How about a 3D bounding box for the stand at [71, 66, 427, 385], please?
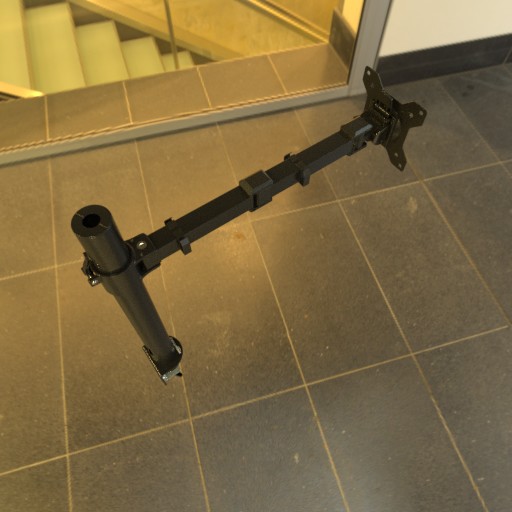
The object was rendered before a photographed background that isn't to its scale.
[{"bbox_3d":[0.000,0.000,0.702,0.456,0.510,0.115,-31,64,-17],"label":"stand"}]
